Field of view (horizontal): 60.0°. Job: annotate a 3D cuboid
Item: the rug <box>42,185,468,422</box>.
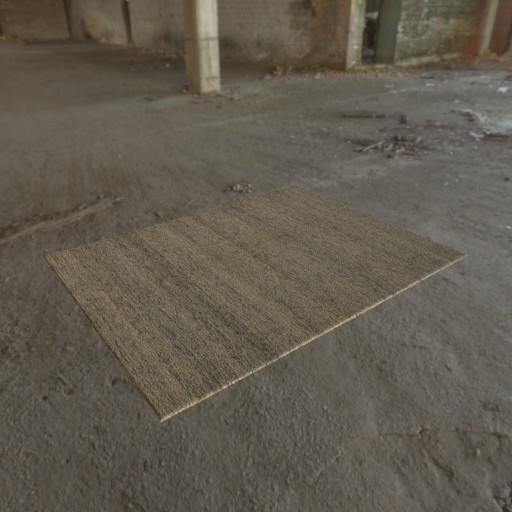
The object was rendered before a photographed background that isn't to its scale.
[{"bbox_3d":[0.000,0.000,4.170,3.199,0.036,2.414,-20,35,-32],"label":"rug"}]
